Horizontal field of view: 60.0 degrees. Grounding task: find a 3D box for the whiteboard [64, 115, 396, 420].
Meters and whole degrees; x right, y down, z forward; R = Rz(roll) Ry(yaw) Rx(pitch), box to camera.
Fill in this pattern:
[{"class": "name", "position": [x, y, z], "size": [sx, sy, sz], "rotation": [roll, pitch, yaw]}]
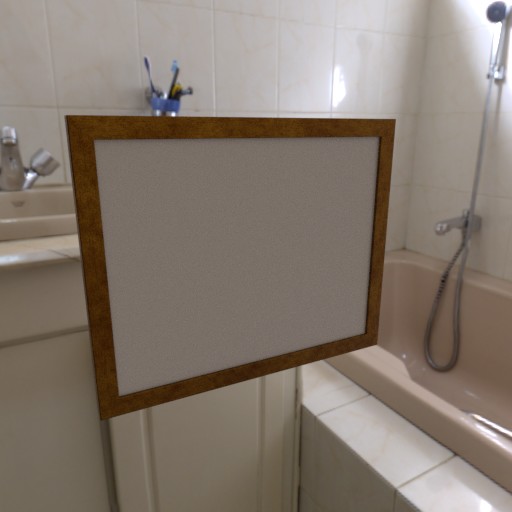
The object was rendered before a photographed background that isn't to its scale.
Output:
[{"class": "whiteboard", "position": [0.000, 0.000, 0.766], "size": [0.561, 0.457, 0.029], "rotation": [-8, 18, -26]}]
